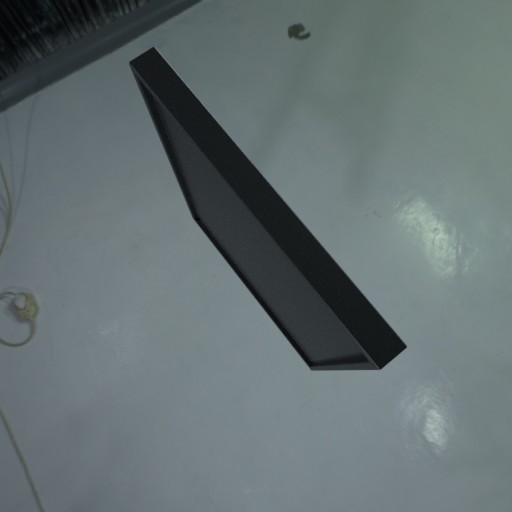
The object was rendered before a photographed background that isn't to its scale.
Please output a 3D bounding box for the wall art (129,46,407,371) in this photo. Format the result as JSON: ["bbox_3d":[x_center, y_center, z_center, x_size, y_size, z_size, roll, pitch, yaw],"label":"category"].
[{"bbox_3d":[0.000,0.000,0.755,0.039,0.555,0.449,-37,78,-9],"label":"wall art"}]
